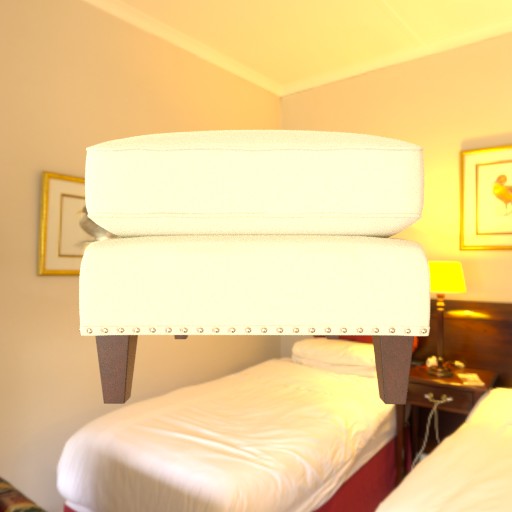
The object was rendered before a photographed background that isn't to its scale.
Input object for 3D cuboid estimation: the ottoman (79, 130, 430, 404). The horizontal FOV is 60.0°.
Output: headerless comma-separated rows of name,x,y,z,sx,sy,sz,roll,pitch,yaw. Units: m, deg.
ottoman,0.000,0.000,1.090,0.584,0.513,0.741,0,-1,0
